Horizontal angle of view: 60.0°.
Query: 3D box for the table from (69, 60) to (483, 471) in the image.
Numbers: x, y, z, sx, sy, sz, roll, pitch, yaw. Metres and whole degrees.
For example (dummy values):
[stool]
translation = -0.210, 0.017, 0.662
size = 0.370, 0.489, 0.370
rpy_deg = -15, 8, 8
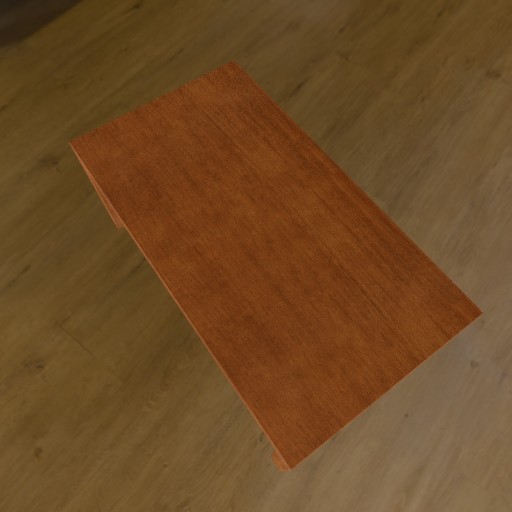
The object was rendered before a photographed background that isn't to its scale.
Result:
[table]
translation = 0.000, 0.000, 1.296
size = 0.549, 0.419, 1.000
rpy_deg = -33, 68, -15
